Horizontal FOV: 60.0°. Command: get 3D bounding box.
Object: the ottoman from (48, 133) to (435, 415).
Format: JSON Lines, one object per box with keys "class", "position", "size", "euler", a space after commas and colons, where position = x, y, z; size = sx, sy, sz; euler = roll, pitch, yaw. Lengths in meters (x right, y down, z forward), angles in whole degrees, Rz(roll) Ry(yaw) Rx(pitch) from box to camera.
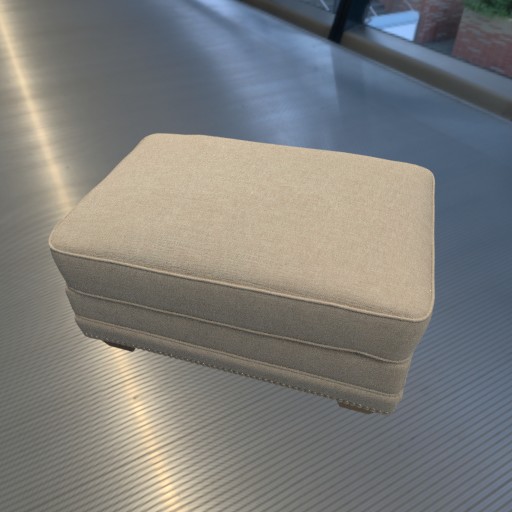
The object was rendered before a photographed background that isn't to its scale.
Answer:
{"class": "ottoman", "position": [0.000, 0.000, 1.150], "size": [0.813, 0.458, 0.559], "euler": [11, 43, 12]}
